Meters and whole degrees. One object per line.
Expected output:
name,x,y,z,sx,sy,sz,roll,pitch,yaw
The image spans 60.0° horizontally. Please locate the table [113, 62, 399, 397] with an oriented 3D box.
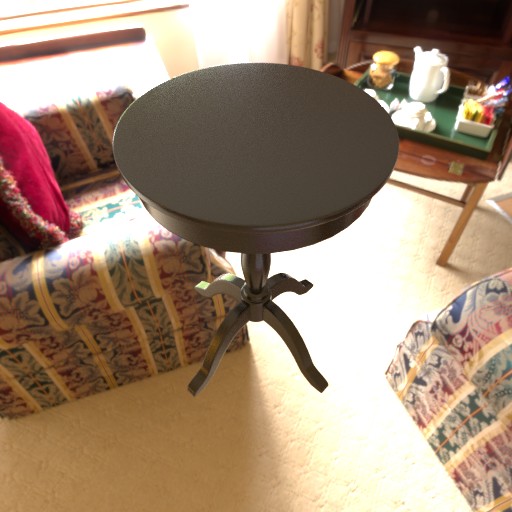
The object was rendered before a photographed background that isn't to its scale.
table,0.000,0.000,1.001,0.481,0.665,0.481,0,49,0
